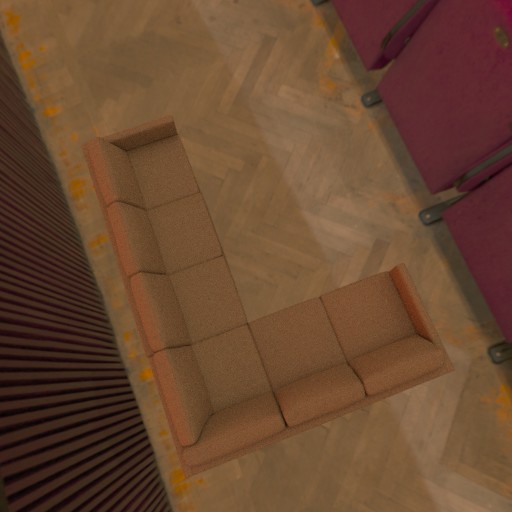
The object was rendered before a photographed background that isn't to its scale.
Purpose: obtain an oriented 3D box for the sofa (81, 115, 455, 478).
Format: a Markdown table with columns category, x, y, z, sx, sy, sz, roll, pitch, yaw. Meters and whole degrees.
| category | x | y | z | sx | sy | sz | roll | pitch | yaw |
| --- | --- | --- | --- | --- | --- | --- | --- | --- | --- |
| sofa | 0.000 | 0.000 | 4.253 | 2.432 | 0.871 | 3.182 | -20 | 76 | -5 |
